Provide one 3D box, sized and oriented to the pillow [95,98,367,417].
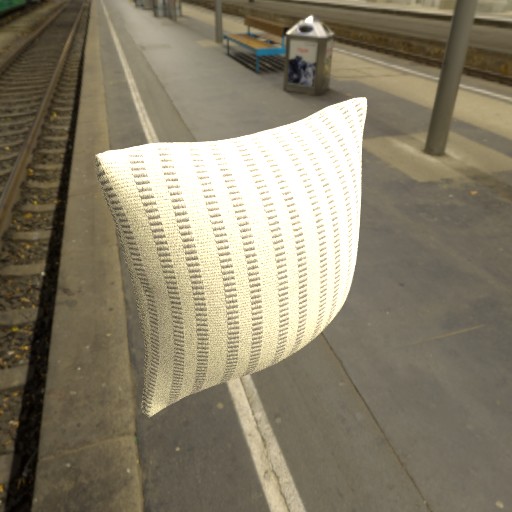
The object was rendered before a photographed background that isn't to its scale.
[{"bbox_3d":[0.000,0.000,0.686,0.438,0.419,0.247,-23,38,-32],"label":"pillow"}]
